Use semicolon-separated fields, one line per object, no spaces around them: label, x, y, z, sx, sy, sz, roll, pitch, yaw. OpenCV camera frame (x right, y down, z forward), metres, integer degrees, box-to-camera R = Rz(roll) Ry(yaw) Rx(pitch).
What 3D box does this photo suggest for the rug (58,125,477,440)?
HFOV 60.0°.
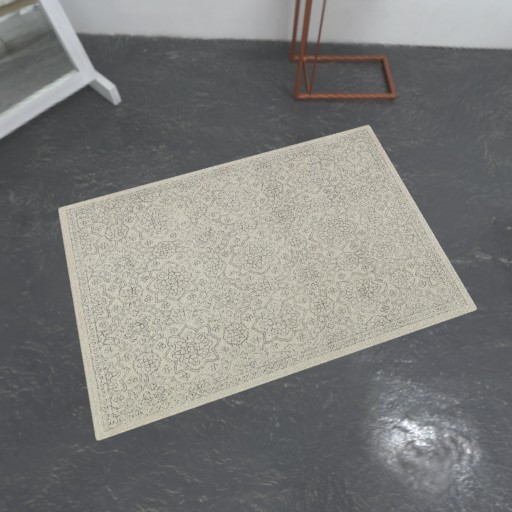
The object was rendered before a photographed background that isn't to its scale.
rug;0.000;0.000;2.811;2.286;0.011;1.524;-17;65;-8
